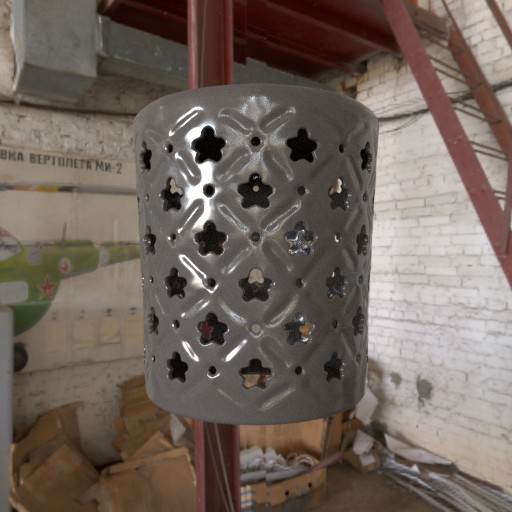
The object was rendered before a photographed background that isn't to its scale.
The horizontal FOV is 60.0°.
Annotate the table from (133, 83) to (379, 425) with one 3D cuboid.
[{"bbox_3d":[0.000,0.000,0.656,0.352,0.387,0.352,0,0,0],"label":"table"}]
